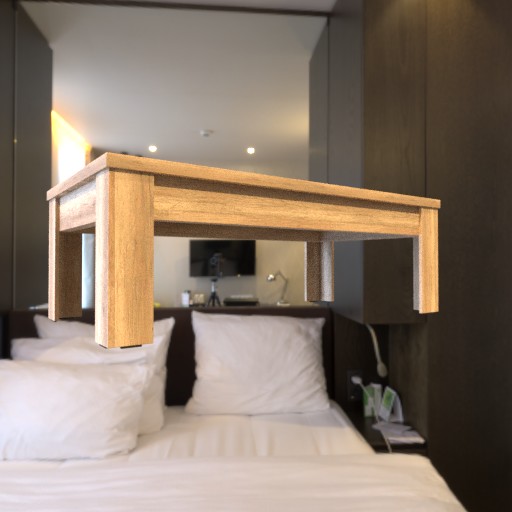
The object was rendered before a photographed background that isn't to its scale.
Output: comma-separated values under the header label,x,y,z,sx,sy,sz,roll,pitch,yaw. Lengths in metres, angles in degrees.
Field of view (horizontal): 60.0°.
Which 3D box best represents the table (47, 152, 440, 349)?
label,x,y,z,sx,sy,sz,roll,pitch,yaw
table,0.000,0.000,1.699,1.350,0.460,0.700,1,-1,-36
